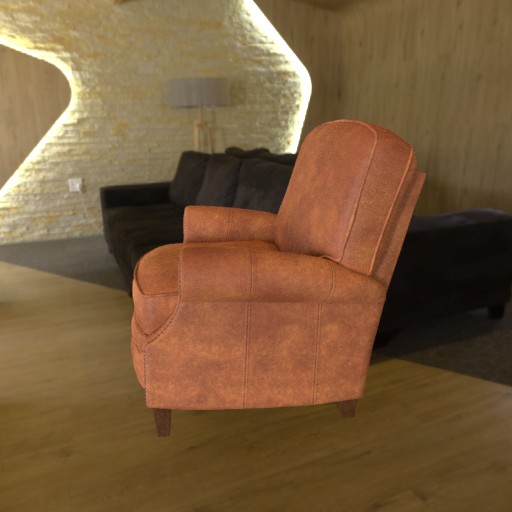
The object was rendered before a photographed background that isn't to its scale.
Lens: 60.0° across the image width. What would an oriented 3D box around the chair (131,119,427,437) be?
[{"bbox_3d":[0.000,0.000,1.728,0.986,1.018,0.936,-2,16,-7],"label":"chair"}]
